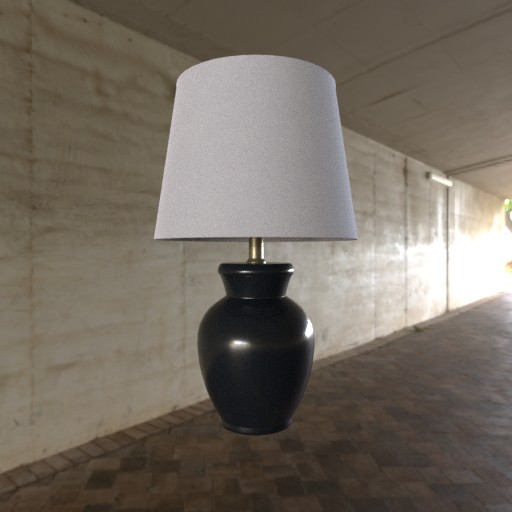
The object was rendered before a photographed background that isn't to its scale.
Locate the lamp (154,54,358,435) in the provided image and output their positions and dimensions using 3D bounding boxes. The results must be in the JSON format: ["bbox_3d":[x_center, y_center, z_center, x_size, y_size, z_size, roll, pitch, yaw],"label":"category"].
[{"bbox_3d":[0.000,0.000,0.533,0.239,0.399,0.239,0,1,0],"label":"lamp"}]
